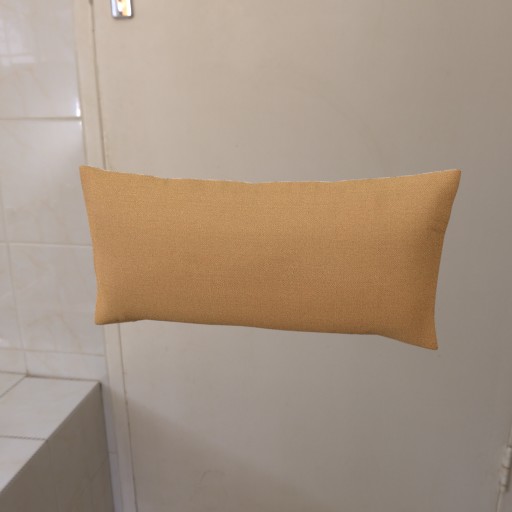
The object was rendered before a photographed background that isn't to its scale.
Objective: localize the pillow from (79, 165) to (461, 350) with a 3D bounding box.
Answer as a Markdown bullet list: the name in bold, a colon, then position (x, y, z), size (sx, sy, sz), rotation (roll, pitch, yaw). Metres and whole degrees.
- **pillow**: position (0.000, 0.000, 0.737), size (0.608, 0.291, 0.151), rotation (3, 15, 9)
